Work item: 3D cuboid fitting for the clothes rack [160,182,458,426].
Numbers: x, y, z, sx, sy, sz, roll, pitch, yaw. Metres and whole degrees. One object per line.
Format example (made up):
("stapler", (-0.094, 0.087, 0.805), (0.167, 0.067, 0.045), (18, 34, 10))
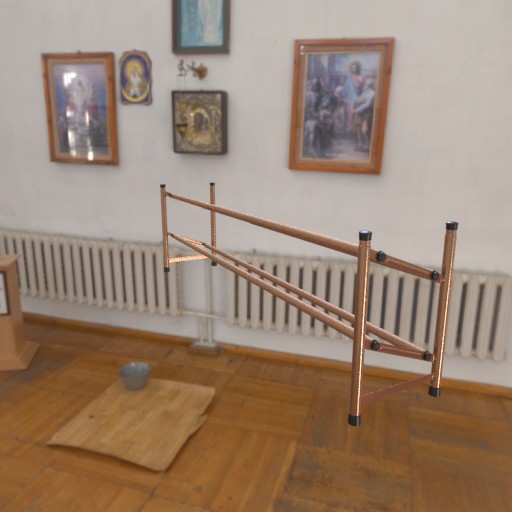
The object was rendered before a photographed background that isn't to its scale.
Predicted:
("clothes rack", (0.000, 0.000, 1.294), (0.229, 0.349, 1.168), (-7, 15, -27))
